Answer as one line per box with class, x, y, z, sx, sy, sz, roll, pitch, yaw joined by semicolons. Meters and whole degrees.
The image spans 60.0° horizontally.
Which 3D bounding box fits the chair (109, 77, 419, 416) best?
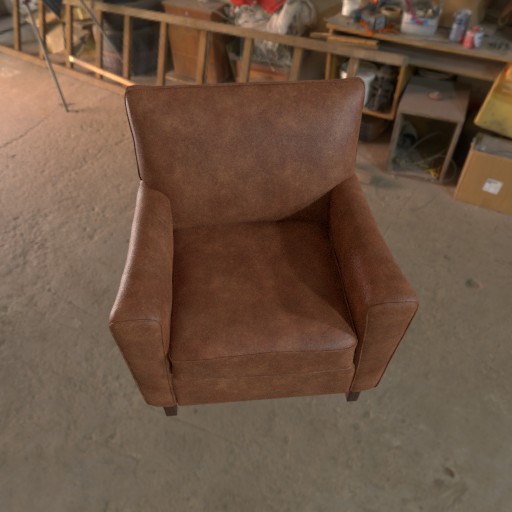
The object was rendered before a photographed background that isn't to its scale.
chair;0.000;0.000;1.586;0.870;0.943;0.823;-4;47;-3
